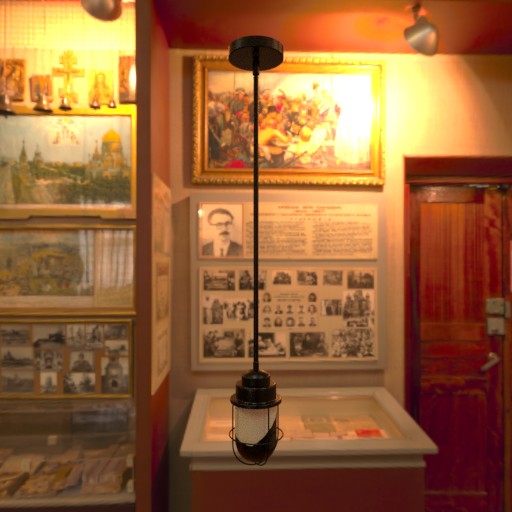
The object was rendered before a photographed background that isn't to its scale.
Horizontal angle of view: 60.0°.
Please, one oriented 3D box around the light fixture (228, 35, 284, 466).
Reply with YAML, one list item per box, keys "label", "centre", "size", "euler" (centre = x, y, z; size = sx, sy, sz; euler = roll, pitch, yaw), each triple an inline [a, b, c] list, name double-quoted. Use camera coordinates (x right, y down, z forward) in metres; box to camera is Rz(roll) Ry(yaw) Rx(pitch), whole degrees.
- label: "light fixture"
  centre: [0.000, 0.000, 0.982]
  size: [0.123, 0.920, 0.123]
  euler: [0, -1, 0]
